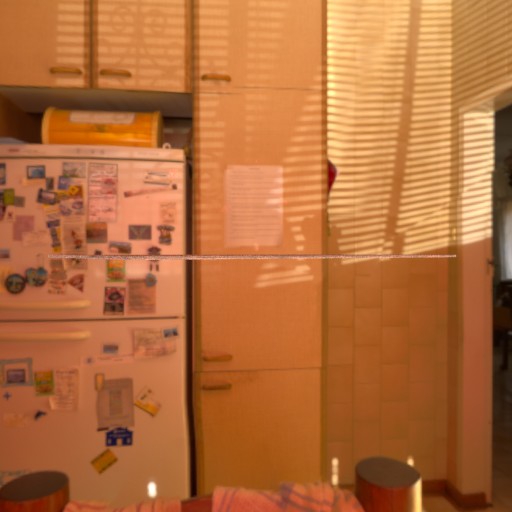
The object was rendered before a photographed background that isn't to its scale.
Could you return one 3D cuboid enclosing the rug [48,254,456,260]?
[{"bbox_3d":[0.000,0.000,2.373,1.819,0.012,1.208,0,0,-36],"label":"rug"}]
